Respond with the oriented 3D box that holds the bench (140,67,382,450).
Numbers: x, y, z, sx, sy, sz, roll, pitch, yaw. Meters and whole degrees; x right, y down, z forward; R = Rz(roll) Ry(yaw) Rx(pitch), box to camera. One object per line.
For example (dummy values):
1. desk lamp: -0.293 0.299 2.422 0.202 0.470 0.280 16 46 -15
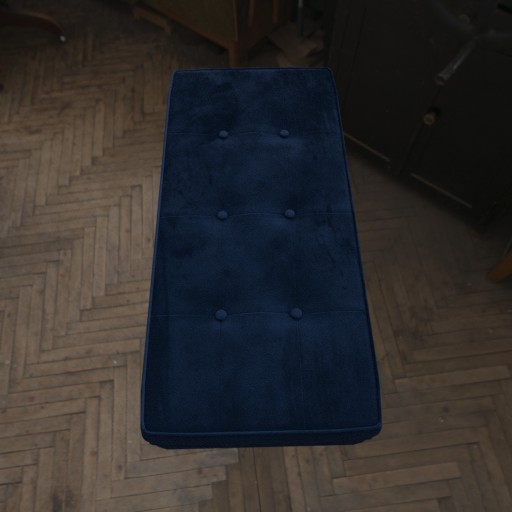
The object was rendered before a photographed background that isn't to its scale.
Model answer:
1. bench: 0.000 0.000 1.262 0.489 0.467 1.010 -1 63 -1
